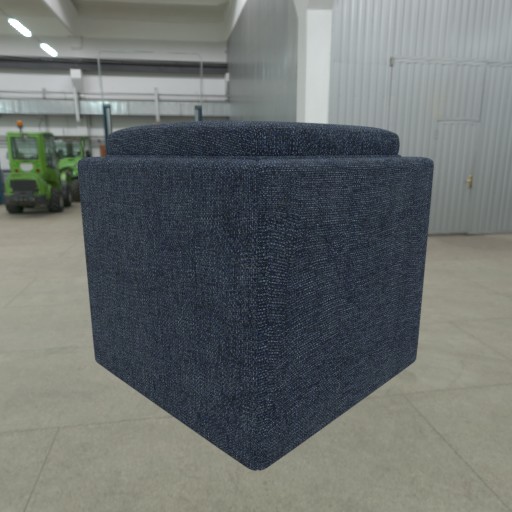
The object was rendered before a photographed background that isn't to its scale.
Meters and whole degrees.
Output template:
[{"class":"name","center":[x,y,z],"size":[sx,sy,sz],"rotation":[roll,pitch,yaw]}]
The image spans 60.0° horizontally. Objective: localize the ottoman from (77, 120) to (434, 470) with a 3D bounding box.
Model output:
[{"class":"ottoman","center":[0.000,0.000,0.810],"size":[0.450,0.460,0.450],"rotation":[13,18,43]}]
